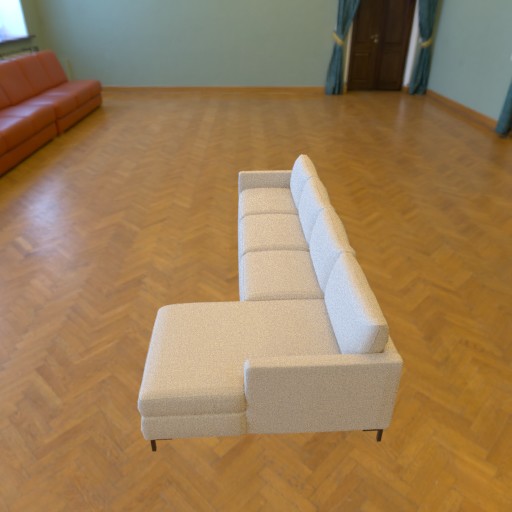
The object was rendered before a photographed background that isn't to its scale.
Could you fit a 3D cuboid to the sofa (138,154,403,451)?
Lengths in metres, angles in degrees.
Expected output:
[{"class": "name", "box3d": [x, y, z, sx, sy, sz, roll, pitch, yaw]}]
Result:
[{"class": "sofa", "box3d": [0.000, 0.000, 3.256, 1.258, 0.755, 2.731, -1, 30, -2]}]
